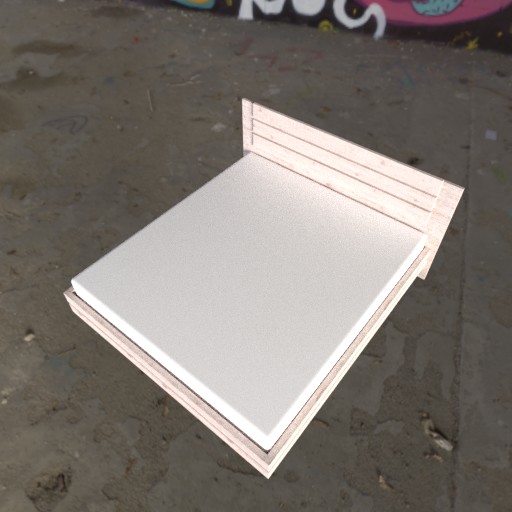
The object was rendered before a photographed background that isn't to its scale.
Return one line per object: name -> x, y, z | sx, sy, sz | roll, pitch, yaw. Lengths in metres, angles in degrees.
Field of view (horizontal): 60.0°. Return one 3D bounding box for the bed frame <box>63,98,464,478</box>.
bed frame -> 0.000, 0.000, 3.212 | 1.950, 0.970, 2.080 | 31, 55, 25
